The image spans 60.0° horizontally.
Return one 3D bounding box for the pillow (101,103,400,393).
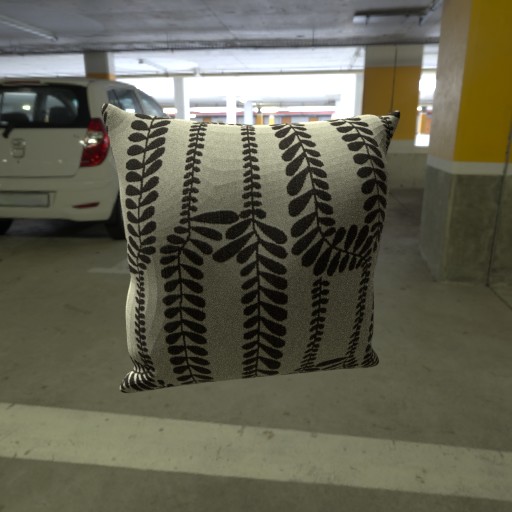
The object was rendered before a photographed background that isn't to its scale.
[{"bbox_3d":[0.000,0.000,0.681,0.440,0.441,0.182,-3,16,-10],"label":"pillow"}]
